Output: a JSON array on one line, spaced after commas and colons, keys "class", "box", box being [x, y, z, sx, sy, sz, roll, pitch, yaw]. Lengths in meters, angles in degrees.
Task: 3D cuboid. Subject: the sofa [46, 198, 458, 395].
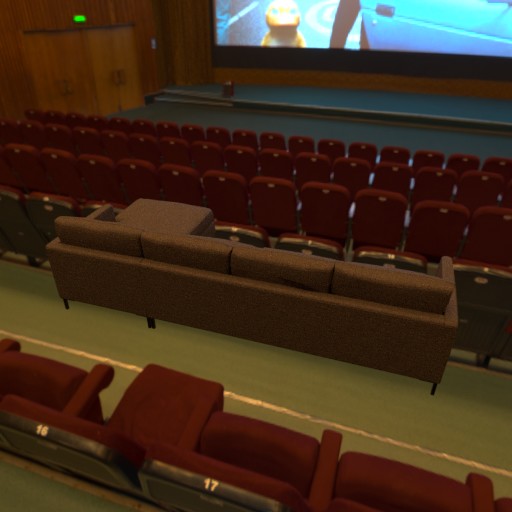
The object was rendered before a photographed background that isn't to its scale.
[{"class": "sofa", "box": [0.000, 0.000, 3.899, 3.221, 0.892, 1.483, 10, 33, 16]}]
